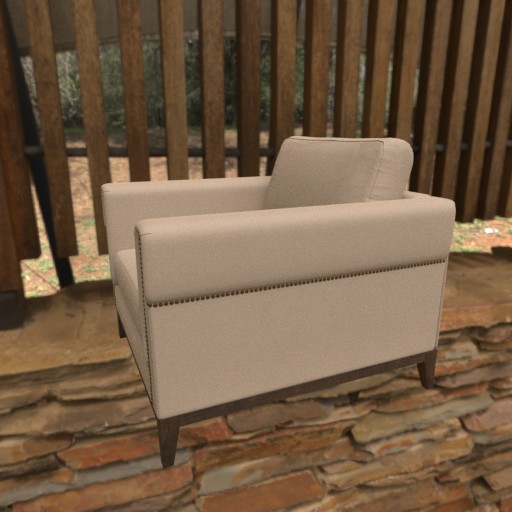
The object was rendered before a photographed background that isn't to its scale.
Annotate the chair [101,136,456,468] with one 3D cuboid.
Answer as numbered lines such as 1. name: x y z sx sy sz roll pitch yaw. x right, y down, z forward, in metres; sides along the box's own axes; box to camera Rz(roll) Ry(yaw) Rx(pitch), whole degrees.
1. chair: 0.000 0.000 1.619 0.959 0.838 0.914 -7 17 -23
